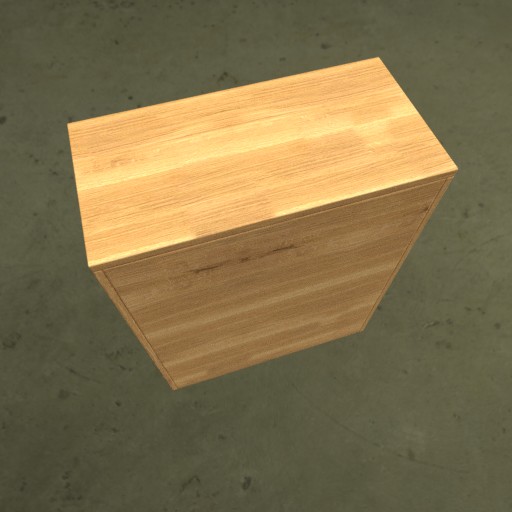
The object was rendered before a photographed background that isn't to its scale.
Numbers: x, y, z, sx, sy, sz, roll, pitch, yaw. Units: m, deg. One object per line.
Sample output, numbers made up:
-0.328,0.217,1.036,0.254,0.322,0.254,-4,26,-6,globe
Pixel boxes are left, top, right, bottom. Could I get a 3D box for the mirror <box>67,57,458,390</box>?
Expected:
0.000,0.000,1.434,0.800,1.000,0.400,-15,61,-9,mirror
